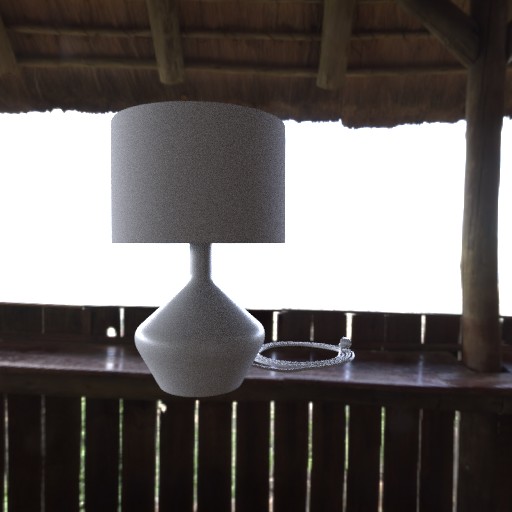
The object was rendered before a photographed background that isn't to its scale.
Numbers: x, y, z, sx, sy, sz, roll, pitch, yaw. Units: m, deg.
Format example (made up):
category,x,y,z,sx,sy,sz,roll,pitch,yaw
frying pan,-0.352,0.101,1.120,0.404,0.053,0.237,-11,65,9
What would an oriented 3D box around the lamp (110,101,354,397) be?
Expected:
category,x,y,z,sx,sy,sz,roll,pitch,yaw
lamp,0.000,0.000,0.877,0.546,0.457,0.401,0,1,-19
